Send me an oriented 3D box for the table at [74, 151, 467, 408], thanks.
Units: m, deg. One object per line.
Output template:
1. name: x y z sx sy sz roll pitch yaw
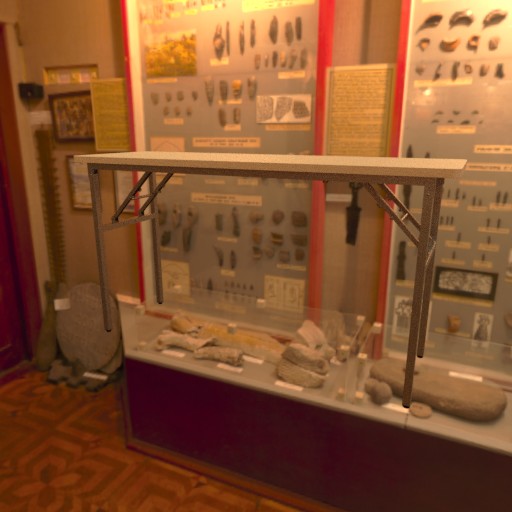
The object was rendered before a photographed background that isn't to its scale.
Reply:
1. table: 0.000 0.000 1.725 1.397 0.750 0.446 8 18 25
